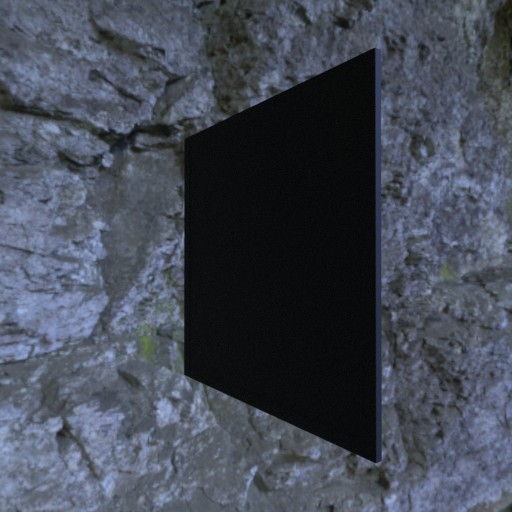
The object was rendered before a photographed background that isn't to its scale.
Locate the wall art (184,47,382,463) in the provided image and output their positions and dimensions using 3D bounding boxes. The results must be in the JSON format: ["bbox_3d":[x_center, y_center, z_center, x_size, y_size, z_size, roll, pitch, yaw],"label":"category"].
[{"bbox_3d":[0.000,0.000,0.824,0.012,0.558,0.562,0,-1,-36],"label":"wall art"}]
